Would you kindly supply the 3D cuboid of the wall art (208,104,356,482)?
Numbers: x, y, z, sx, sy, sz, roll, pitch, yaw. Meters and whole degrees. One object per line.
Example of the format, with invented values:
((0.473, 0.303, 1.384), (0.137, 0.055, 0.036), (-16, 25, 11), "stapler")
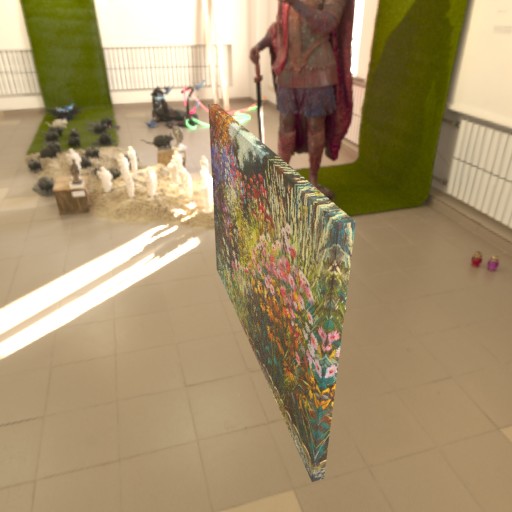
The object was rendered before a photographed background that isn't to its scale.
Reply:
((0.000, 0.000, 1.465), (0.042, 0.760, 1.136), (-9, 31, -15), "wall art")
